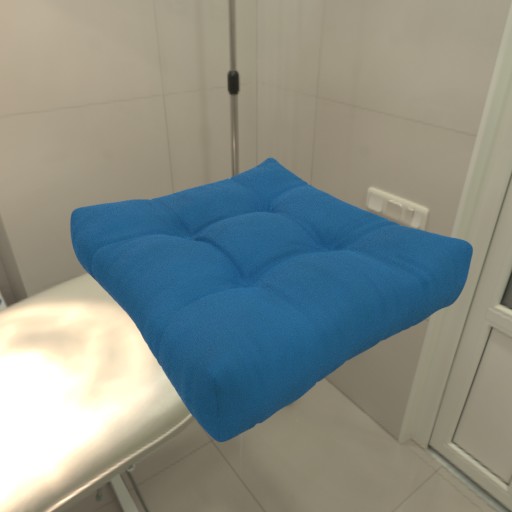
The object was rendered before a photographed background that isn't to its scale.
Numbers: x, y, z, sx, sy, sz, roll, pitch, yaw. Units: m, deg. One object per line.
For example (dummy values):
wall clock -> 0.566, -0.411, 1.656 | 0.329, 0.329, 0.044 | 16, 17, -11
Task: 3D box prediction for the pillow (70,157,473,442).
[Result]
pillow -> 0.000, 0.000, 0.720 | 0.468, 0.128, 0.490 | -21, 37, -31
